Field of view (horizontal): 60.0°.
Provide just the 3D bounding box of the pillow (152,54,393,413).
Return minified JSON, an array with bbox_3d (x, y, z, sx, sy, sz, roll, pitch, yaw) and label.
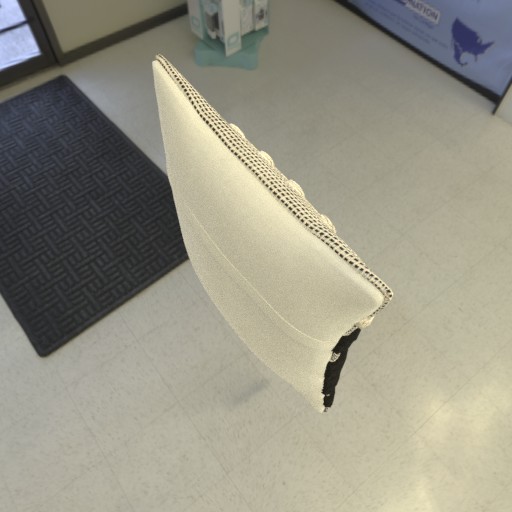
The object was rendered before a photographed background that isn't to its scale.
[{"bbox_3d":[0.000,0.000,0.667,0.156,0.438,0.436,-31,63,-18],"label":"pillow"}]
